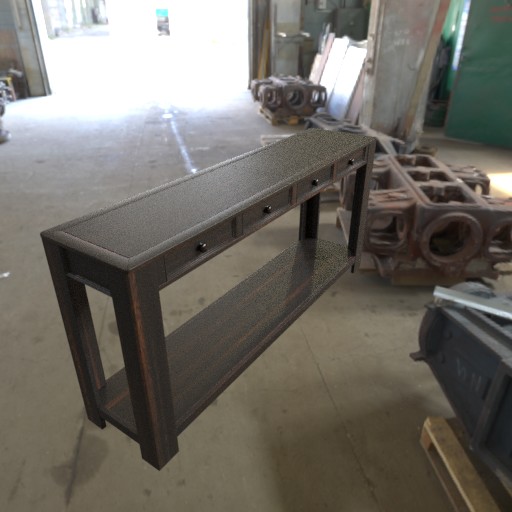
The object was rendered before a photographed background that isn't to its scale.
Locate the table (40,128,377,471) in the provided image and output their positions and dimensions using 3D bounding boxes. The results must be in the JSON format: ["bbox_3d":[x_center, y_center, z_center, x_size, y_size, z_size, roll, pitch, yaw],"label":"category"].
[{"bbox_3d":[0.000,0.000,1.942,0.384,0.762,1.631,18,34,30],"label":"table"}]
